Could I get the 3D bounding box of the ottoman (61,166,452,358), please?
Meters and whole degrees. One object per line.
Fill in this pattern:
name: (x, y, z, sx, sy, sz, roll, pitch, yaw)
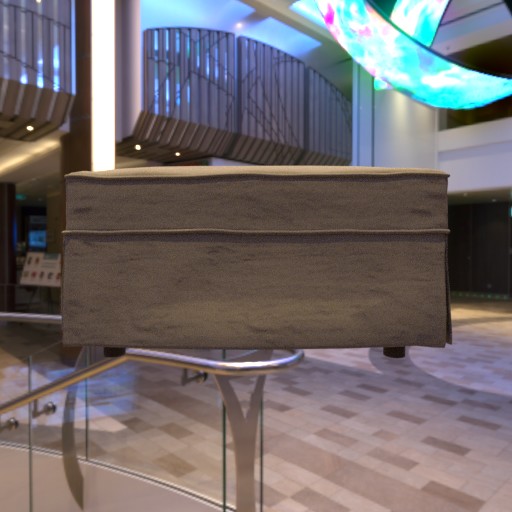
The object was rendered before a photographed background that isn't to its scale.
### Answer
ottoman: (0.000, 0.000, 1.338, 0.944, 0.479, 0.703, 0, 1, 1)
